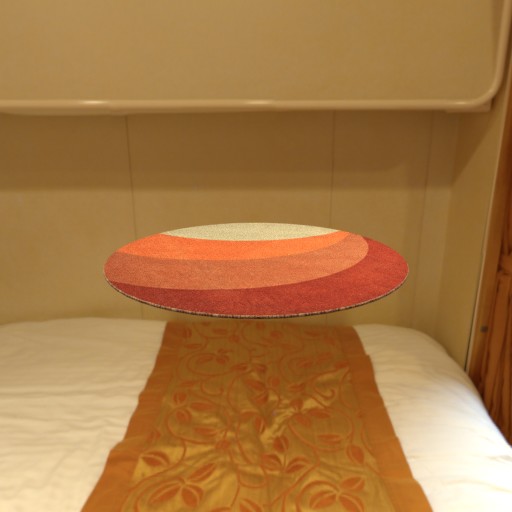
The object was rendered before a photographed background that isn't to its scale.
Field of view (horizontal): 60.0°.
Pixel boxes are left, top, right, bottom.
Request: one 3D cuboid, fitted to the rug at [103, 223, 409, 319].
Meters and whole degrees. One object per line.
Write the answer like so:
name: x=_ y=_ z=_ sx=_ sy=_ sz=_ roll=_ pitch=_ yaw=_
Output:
rug: x=0.000 y=0.000 z=2.313 sx=1.514 sy=0.015 sz=1.514 roll=0 pitch=17 yaw=0
